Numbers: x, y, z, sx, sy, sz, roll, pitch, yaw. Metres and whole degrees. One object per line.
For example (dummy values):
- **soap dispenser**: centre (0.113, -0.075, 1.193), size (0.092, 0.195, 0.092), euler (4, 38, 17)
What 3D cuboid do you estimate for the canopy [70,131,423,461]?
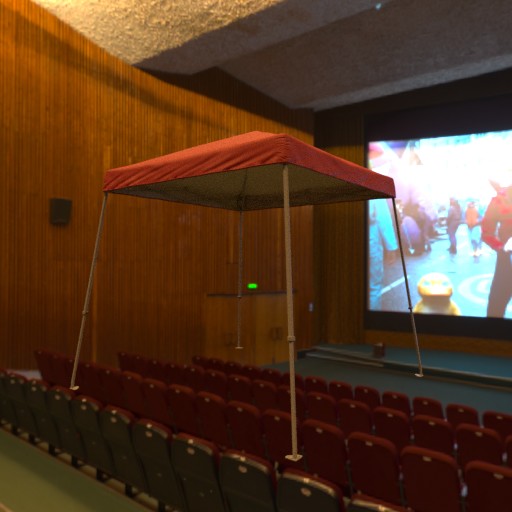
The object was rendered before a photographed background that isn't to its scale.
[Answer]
- **canopy**: centre (0.000, 0.000, 6.360), size (3.600, 3.600, 3.599), euler (-1, -1, 37)
